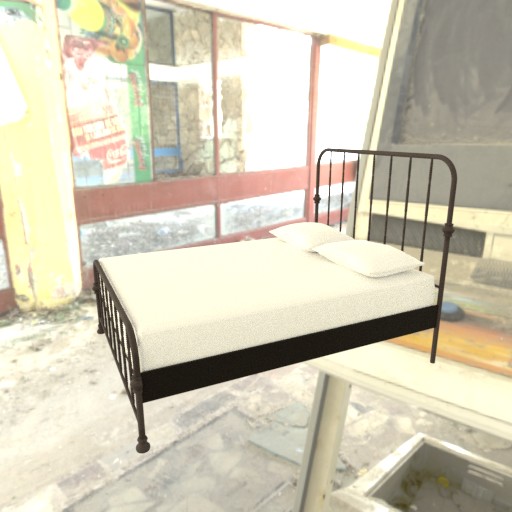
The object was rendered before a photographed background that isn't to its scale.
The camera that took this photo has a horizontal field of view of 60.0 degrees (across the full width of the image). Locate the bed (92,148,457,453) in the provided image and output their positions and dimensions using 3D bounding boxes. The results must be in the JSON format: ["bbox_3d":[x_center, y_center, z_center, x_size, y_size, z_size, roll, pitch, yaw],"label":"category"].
[{"bbox_3d":[0.000,0.000,3.203,2.134,1.446,1.616,-8,17,-25],"label":"bed"}]
